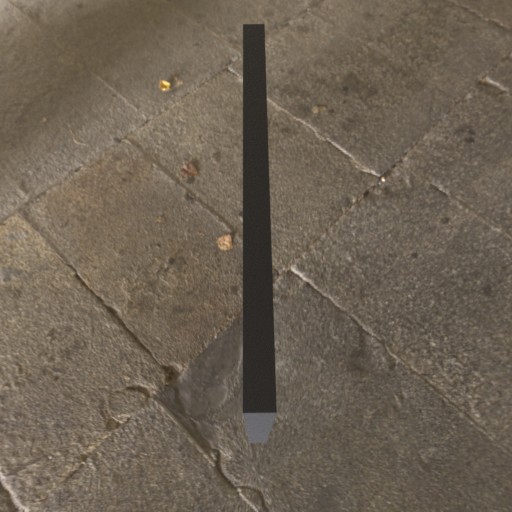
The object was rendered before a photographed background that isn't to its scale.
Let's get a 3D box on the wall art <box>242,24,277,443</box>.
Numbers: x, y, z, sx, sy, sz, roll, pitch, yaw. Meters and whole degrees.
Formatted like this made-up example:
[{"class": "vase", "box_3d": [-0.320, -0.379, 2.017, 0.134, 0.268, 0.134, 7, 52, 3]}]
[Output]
[{"class": "wall art", "box_3d": [0.000, 0.000, 0.543, 0.024, 0.329, 0.404, -1, 64, 0]}]
